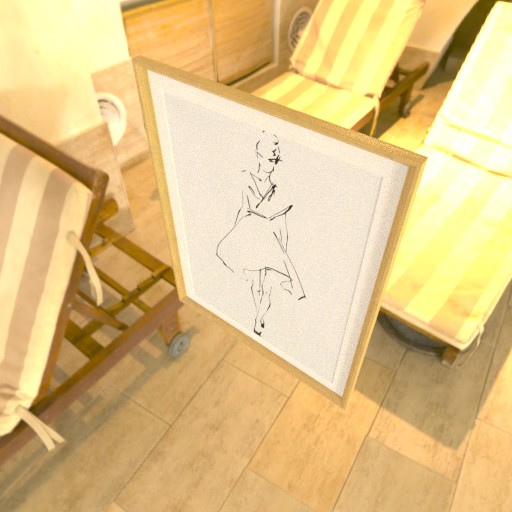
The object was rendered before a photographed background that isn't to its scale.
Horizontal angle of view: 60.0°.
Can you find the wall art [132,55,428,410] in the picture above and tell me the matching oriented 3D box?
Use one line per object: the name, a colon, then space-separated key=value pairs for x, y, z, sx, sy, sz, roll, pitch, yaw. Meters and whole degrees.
wall art: x=0.000 y=0.000 z=1.354 sx=0.798 sy=1.002 sz=0.030 roll=29 pitch=52 yaw=25
